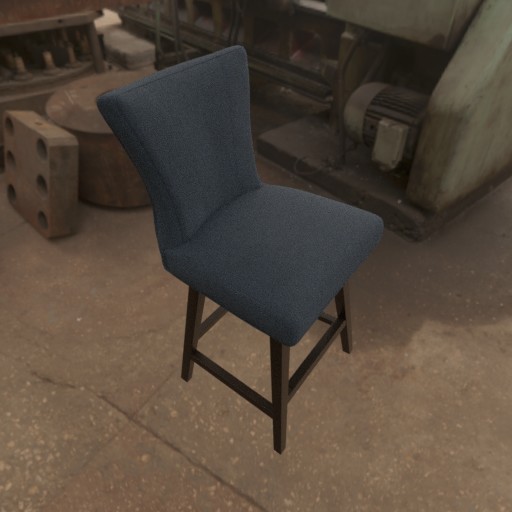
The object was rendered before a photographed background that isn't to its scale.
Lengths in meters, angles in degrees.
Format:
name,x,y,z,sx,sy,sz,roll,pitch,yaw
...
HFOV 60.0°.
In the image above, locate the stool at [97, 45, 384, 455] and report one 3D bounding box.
name,x,y,z,sx,sy,sz,roll,pitch,yaw
stool,0.000,0.000,1.315,0.574,1.000,0.514,25,46,26
